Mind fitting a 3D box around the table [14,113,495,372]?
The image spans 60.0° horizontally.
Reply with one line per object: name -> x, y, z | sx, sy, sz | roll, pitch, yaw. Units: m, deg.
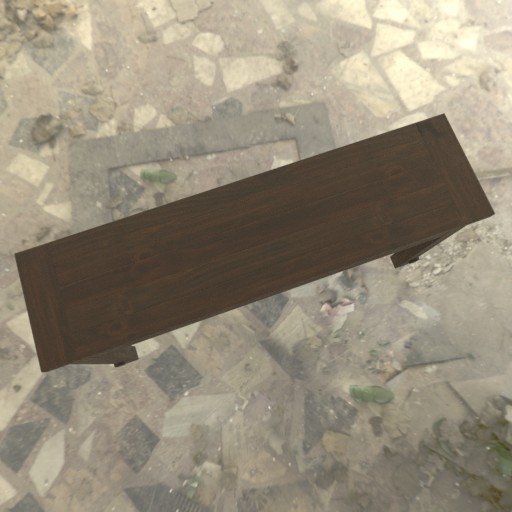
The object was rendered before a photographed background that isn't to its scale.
table -> 0.000, 0.000, 1.884 | 1.599, 0.762, 0.442 | -19, 77, -5
